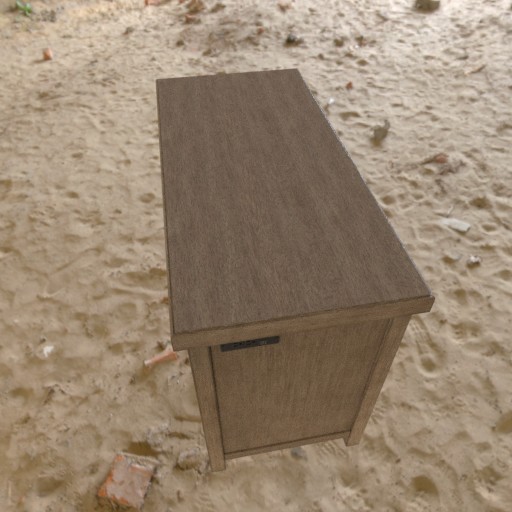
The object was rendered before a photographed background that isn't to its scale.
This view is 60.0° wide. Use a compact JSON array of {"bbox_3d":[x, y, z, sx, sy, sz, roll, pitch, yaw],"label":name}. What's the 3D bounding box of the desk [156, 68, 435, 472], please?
[{"bbox_3d":[0.000,0.000,1.748,0.610,0.912,1.289,-7,46,-7],"label":"desk"}]
